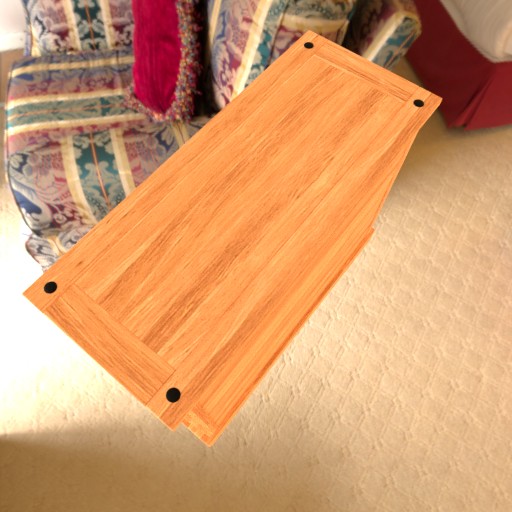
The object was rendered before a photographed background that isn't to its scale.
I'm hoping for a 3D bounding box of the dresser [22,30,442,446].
[{"bbox_3d":[0.000,0.000,1.325,0.410,0.740,0.990,35,69,16],"label":"dresser"}]
